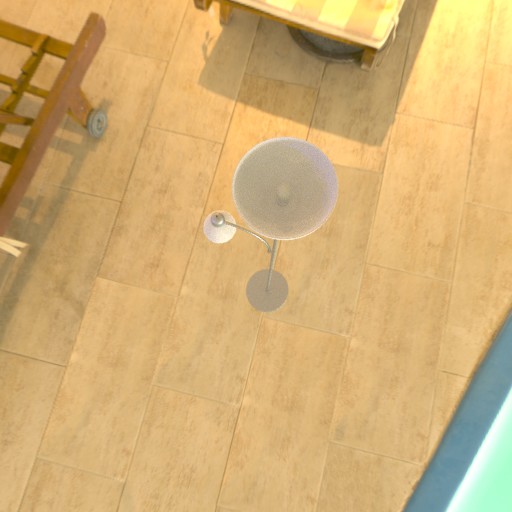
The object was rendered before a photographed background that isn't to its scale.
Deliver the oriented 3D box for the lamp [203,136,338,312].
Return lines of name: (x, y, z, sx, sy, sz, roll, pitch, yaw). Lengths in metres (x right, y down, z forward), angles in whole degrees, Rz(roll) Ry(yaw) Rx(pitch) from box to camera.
lamp: (0.000, 0.000, 1.988, 0.425, 1.804, 0.279, 19, 78, 4)
